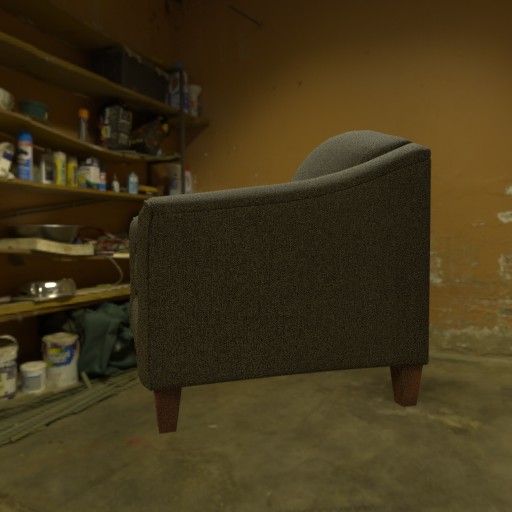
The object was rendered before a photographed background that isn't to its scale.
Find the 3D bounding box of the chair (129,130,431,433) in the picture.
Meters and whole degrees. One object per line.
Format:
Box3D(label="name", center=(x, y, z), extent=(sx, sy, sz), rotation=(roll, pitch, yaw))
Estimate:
Box3D(label="chair", center=(0.000, 0.000, 1.456), extent=(0.787, 0.839, 0.763), rotation=(-1, 2, -17))
